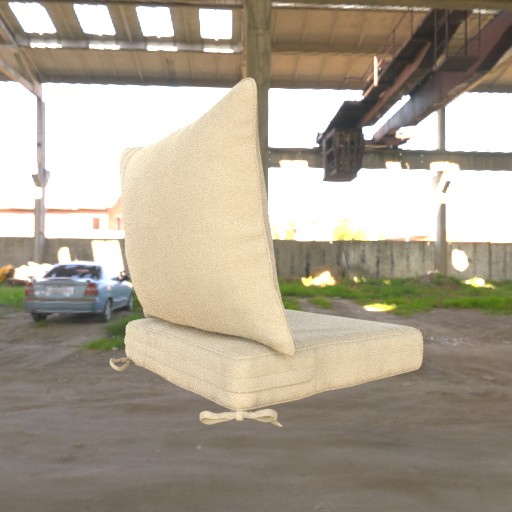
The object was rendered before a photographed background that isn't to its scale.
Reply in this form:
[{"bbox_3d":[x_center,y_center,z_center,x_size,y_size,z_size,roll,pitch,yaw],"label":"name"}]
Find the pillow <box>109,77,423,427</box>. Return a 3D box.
[{"bbox_3d":[0.000,0.000,1.349,0.733,0.716,0.798,0,-1,-36],"label":"pillow"}]
